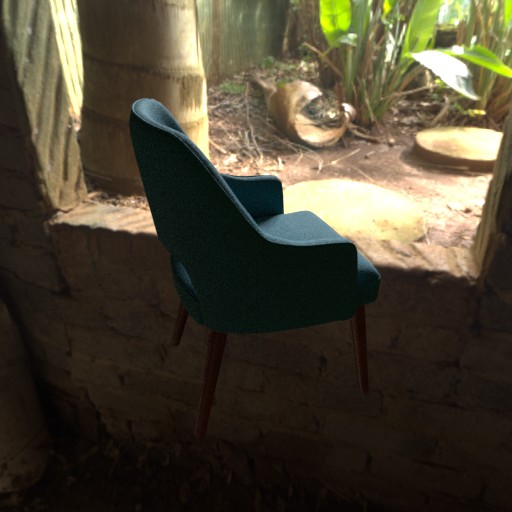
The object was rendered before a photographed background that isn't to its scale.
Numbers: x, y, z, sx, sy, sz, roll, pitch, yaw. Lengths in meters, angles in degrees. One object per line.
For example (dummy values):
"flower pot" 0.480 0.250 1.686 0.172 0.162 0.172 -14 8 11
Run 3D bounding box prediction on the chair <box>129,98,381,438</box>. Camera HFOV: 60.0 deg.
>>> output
"chair" 0.000 0.000 1.275 0.605 0.849 0.548 -9 31 -16
